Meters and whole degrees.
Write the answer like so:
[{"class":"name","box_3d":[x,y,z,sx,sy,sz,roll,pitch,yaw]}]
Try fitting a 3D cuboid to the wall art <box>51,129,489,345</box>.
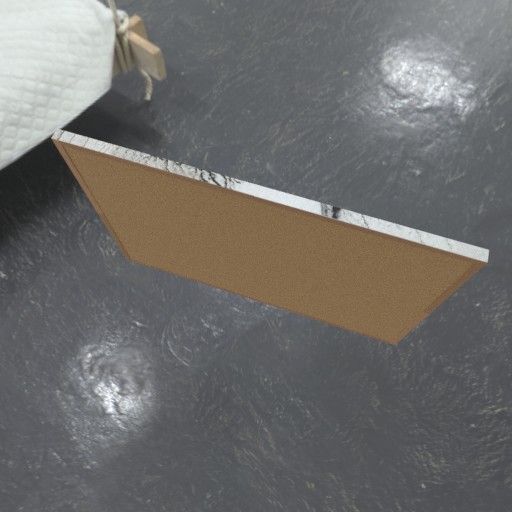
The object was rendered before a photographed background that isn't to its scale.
[{"class":"wall art","box_3d":[0.000,0.000,1.450,1.141,0.758,0.035,17,66,8]}]
